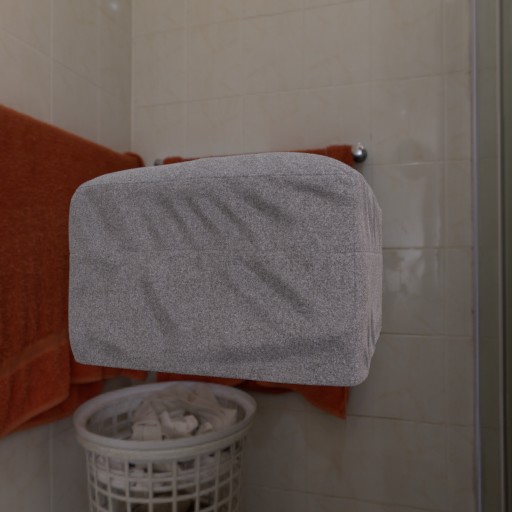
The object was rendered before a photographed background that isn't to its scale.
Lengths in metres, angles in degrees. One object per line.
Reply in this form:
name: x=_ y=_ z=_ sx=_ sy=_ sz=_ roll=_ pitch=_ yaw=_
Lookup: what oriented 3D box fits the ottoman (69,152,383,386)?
ottoman: x=0.000 y=0.000 z=1.277 sx=0.683 sy=0.481 sz=0.837 roll=0 pitch=0 yaw=18
